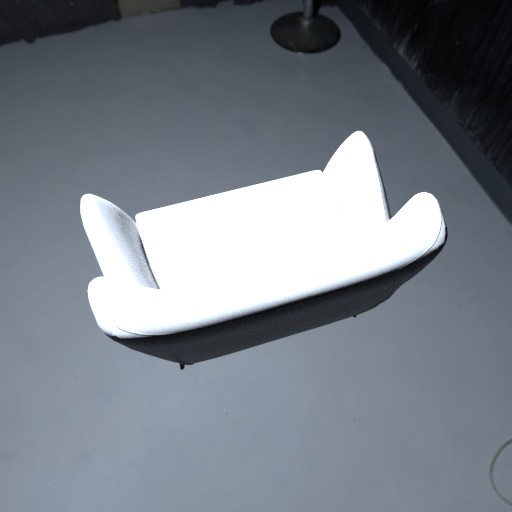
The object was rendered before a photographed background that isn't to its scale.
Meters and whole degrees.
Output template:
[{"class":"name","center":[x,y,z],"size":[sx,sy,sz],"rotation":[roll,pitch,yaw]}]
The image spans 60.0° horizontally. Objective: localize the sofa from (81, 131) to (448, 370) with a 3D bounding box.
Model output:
[{"class":"sofa","center":[0.000,0.000,2.053],"size":[1.424,0.878,0.921],"rotation":[-15,60,-9]}]
